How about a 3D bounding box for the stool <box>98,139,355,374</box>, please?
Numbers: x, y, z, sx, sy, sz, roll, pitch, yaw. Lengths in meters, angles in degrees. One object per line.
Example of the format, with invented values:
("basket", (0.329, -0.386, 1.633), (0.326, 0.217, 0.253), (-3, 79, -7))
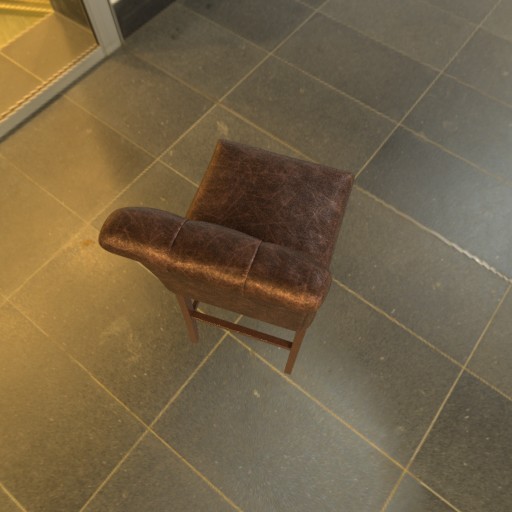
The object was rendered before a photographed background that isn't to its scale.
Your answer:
("stool", (0.000, 0.000, 1.481), (0.483, 1.168, 0.659), (17, 66, 8))
